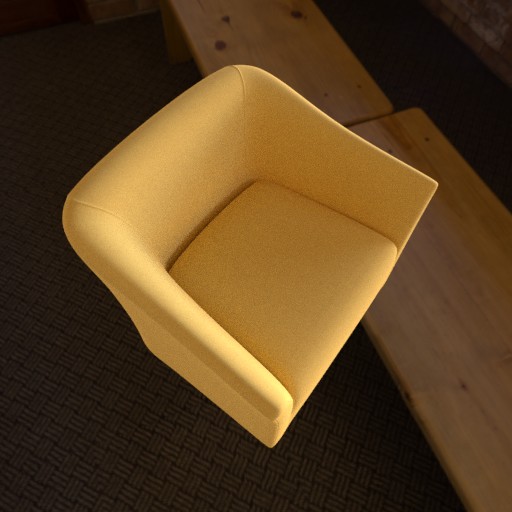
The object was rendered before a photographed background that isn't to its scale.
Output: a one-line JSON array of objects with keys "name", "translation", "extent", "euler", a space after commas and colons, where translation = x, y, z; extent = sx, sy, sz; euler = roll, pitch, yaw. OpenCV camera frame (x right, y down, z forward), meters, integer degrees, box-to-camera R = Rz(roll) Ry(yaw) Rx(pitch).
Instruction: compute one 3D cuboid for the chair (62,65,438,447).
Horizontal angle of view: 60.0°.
[{"name": "chair", "translation": [0.000, 0.000, 1.347], "extent": [0.700, 0.720, 0.790], "euler": [33, 64, 18]}]
